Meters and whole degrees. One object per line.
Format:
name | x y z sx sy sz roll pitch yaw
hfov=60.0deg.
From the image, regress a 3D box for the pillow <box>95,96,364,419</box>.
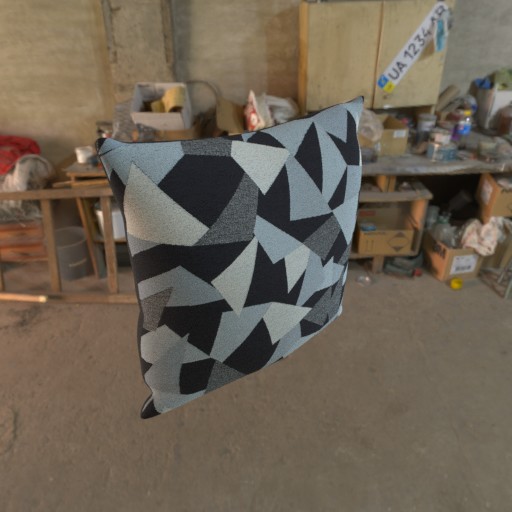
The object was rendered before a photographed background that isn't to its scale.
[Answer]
pillow | 0.000 0.000 0.781 0.503 0.496 0.208 -22 37 -31
